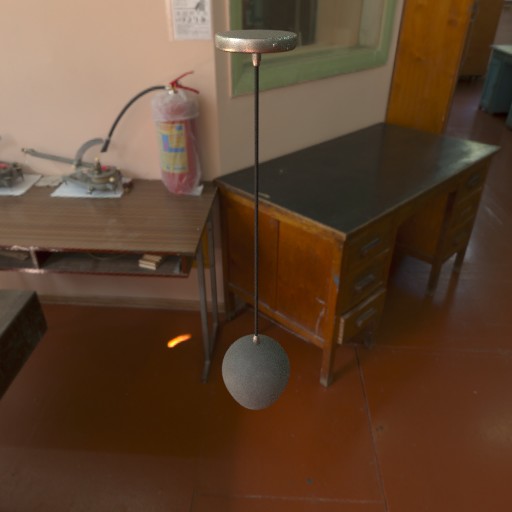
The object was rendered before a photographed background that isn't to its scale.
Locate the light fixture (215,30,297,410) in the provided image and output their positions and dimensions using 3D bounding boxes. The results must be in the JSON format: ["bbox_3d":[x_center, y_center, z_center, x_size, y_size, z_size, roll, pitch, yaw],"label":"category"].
[{"bbox_3d":[0.000,0.000,0.844,0.153,0.760,0.153,22,38,31],"label":"light fixture"}]
